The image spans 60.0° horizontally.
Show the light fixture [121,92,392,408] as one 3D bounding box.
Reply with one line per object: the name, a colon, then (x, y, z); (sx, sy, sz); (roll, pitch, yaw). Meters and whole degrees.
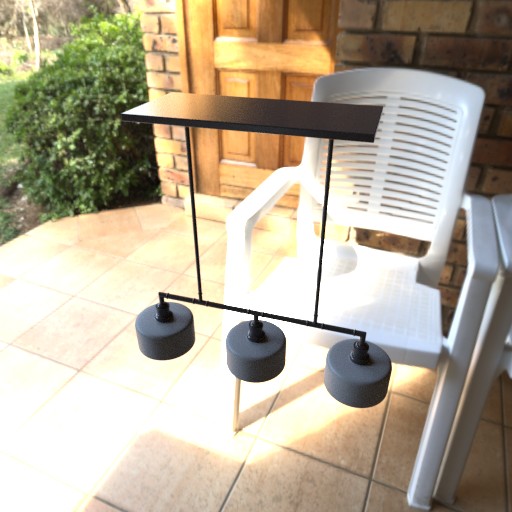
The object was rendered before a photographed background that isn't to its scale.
light fixture: (0.000, 0.000, 0.866); (0.582, 0.557, 0.177); (9, 32, 15)
